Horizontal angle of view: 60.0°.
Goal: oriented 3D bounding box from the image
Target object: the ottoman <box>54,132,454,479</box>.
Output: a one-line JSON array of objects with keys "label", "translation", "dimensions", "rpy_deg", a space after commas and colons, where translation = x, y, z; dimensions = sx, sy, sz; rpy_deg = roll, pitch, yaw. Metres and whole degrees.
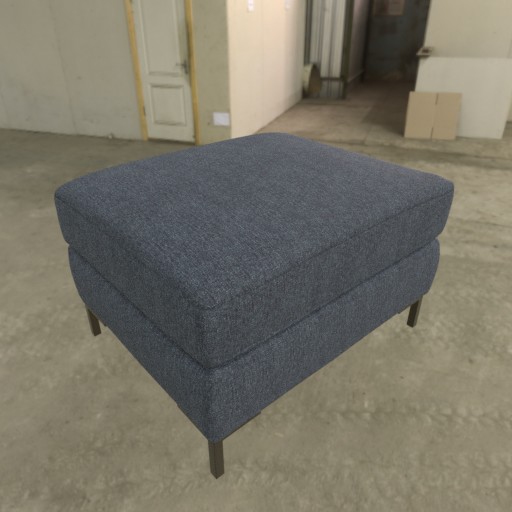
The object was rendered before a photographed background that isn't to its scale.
[{"label": "ottoman", "translation": [0.000, 0.000, 1.260], "dimensions": [0.831, 0.533, 0.695], "rpy_deg": [-24, 38, -35]}]
